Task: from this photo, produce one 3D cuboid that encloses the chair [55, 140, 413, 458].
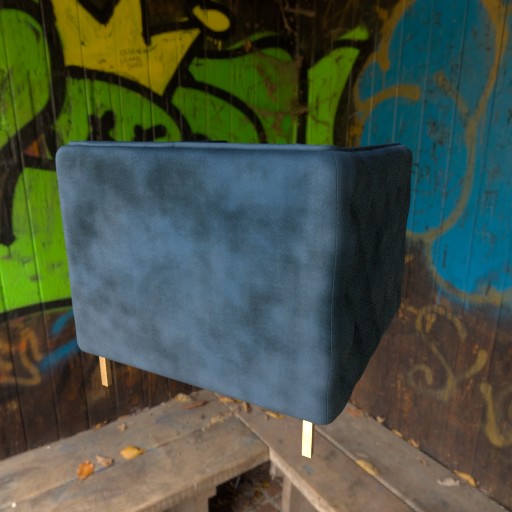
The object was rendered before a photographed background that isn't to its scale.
[{"bbox_3d":[0.000,0.000,1.505,0.868,0.771,0.877,8,18,26],"label":"chair"}]
